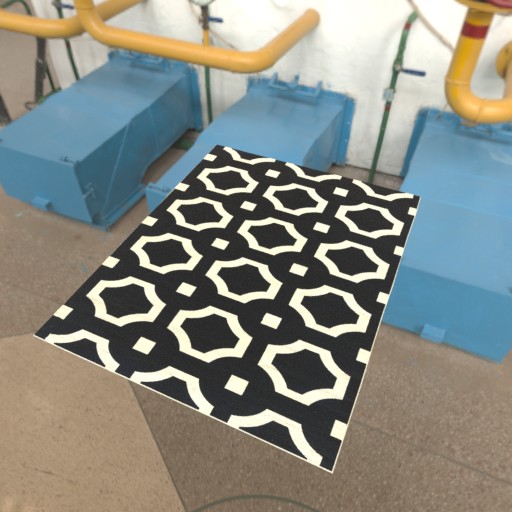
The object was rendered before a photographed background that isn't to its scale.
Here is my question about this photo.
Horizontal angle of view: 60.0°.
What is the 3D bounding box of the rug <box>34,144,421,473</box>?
[{"bbox_3d":[0.000,0.000,4.099,2.466,0.021,3.049,18,49,17],"label":"rug"}]
